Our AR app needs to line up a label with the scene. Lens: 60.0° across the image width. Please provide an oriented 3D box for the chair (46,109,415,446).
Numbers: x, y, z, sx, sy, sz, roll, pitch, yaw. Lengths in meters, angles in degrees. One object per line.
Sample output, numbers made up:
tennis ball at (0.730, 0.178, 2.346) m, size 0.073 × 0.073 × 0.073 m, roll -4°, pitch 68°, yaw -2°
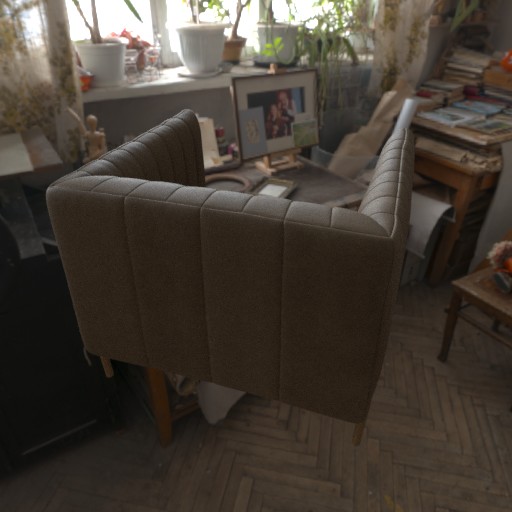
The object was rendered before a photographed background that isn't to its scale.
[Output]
chair at (0.000, 0.000, 1.576) m, size 0.981 × 0.779 × 0.876 m, roll 10°, pitch 34°, yaw 15°
